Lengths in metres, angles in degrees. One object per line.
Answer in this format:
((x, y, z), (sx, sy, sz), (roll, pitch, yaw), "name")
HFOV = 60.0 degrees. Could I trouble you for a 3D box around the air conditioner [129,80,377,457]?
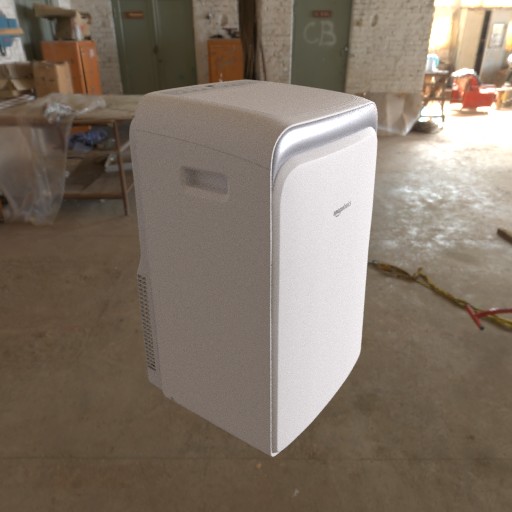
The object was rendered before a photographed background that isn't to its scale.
((0.000, 0.000, 1.084), (0.467, 0.765, 0.478), (19, 33, 32), "air conditioner")
